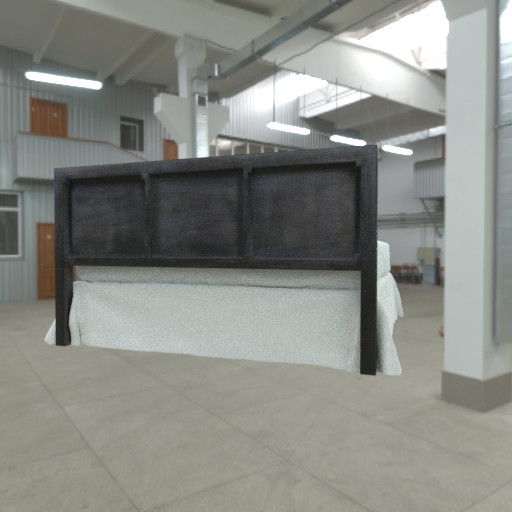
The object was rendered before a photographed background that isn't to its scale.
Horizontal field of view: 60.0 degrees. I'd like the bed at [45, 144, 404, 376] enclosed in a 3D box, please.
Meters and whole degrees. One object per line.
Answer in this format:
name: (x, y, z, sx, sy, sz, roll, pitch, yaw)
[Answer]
bed: (0.000, 0.000, 3.528, 2.255, 1.158, 2.165, 0, 1, 19)
